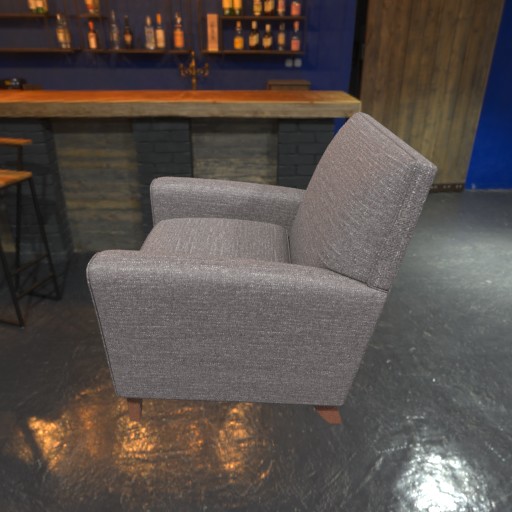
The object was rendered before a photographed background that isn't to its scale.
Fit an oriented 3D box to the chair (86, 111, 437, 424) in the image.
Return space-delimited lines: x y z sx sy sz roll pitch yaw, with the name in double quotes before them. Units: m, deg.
"chair" 0.000 0.000 1.580 0.875 0.885 0.838 1 26 1
